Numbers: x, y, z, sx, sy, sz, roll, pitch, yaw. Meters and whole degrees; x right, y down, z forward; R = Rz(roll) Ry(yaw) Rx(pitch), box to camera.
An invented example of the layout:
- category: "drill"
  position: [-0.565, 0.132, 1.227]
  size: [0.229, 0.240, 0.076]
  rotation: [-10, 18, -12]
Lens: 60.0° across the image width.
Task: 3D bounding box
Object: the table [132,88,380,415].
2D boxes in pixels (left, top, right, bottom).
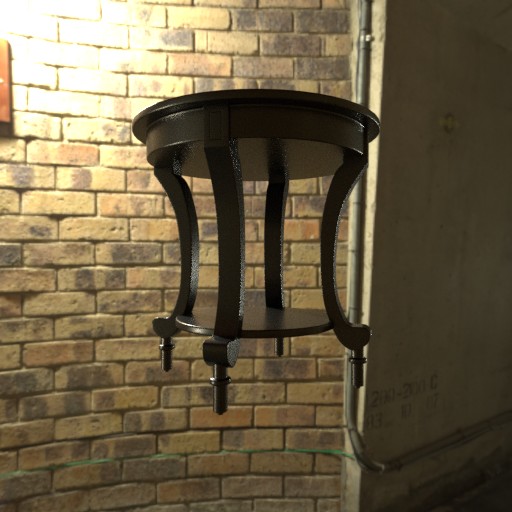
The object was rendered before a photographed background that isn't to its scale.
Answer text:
- category: "table"
  position: [0.000, 0.000, 1.109]
  size: [0.597, 0.618, 0.597]
  rotation: [0, 1, 0]
